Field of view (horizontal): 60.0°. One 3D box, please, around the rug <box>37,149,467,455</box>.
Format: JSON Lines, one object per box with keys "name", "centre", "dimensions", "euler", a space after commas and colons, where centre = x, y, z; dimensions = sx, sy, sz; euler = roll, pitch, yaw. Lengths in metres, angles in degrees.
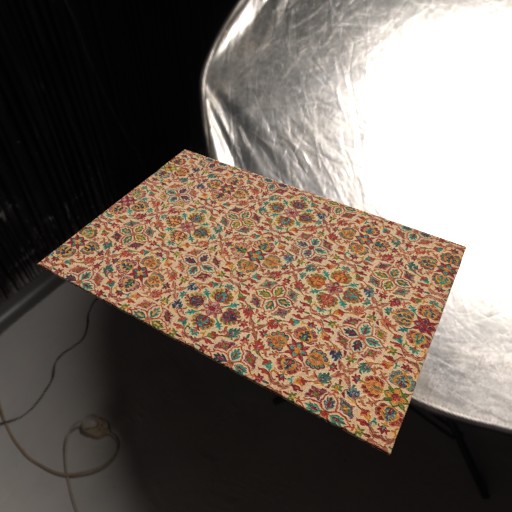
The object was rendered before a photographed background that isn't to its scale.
{"name": "rug", "centre": [0.000, 0.000, 2.844], "dimensions": [2.297, 0.018, 1.541], "euler": [23, 50, 21]}
